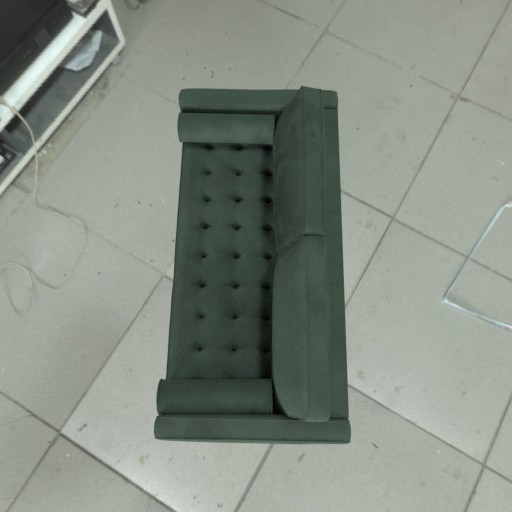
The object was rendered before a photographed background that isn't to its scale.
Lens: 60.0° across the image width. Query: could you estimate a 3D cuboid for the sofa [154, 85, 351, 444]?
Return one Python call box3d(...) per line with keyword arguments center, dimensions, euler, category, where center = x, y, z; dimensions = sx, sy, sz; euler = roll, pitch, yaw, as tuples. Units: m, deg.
box3d(center=(0.000, 0.000, 2.423), dimensions=(0.916, 0.772, 1.880), euler=(1, 74, 0), category="sofa")
